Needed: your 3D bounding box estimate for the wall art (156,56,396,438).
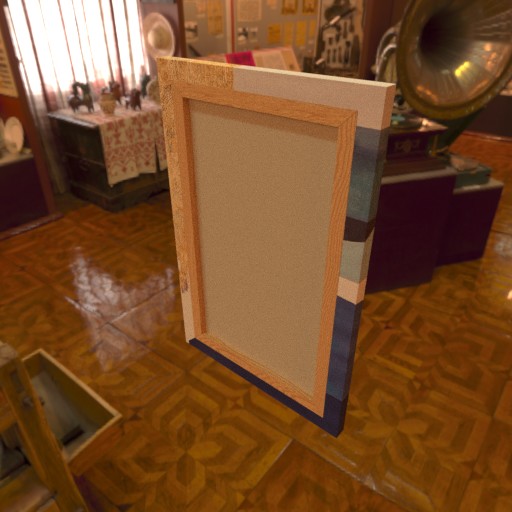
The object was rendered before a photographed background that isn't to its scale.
[{"bbox_3d":[0.000,0.000,1.159,0.607,0.911,0.039,23,38,33],"label":"wall art"}]
